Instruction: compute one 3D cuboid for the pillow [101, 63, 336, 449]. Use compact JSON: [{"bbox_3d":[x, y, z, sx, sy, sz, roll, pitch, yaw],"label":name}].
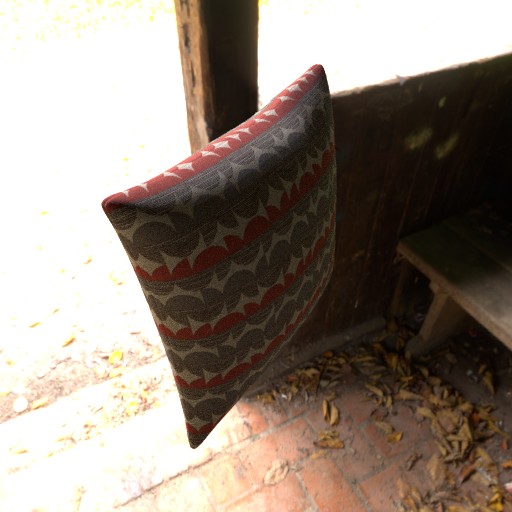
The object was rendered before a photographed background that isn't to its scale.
[{"bbox_3d":[0.000,0.000,0.635,0.180,0.410,0.420,24,48,24],"label":"pillow"}]
